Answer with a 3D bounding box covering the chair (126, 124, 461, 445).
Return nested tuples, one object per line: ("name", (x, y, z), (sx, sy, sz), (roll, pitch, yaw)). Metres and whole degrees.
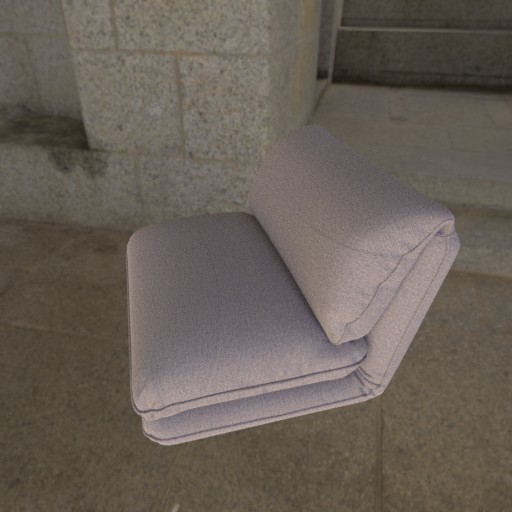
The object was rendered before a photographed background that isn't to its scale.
("chair", (0.000, 0.000, 1.328), (0.780, 0.580, 0.820), (-8, 31, -13))
